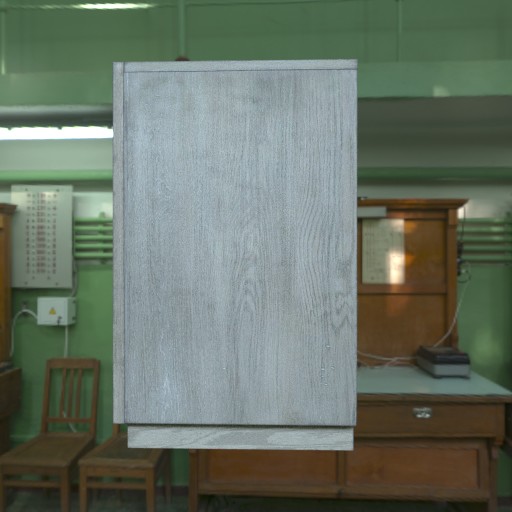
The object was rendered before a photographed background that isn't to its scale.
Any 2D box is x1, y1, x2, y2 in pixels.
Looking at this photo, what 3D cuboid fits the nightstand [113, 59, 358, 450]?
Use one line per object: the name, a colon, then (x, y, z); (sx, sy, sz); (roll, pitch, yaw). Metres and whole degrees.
nightstand: (0.000, 0.000, 1.065); (0.483, 0.673, 0.612); (0, 0, 2)
